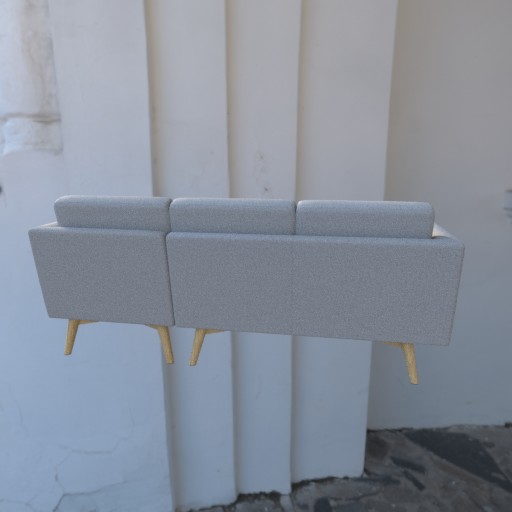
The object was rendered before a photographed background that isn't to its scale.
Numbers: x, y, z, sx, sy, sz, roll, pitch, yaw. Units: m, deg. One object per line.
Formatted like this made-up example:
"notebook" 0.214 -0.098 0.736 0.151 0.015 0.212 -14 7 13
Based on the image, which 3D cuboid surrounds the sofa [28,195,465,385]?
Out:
"sofa" 0.000 0.000 2.782 2.040 0.860 1.530 2 14 10
